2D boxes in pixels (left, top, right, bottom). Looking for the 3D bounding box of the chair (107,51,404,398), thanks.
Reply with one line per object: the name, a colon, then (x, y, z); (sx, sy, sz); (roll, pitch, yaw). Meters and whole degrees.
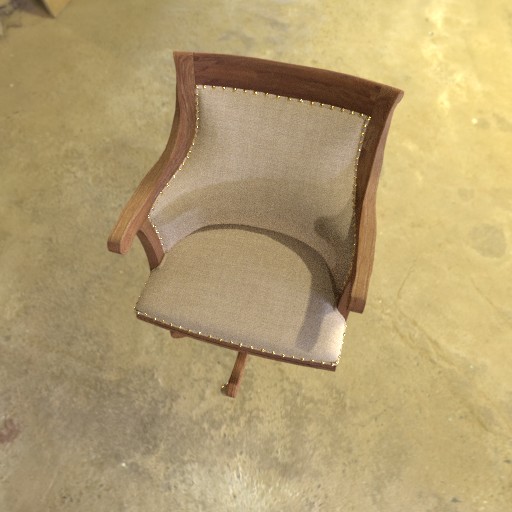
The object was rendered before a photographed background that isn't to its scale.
chair: (0.000, 0.000, 1.394); (0.656, 0.965, 0.689); (13, 58, 8)
